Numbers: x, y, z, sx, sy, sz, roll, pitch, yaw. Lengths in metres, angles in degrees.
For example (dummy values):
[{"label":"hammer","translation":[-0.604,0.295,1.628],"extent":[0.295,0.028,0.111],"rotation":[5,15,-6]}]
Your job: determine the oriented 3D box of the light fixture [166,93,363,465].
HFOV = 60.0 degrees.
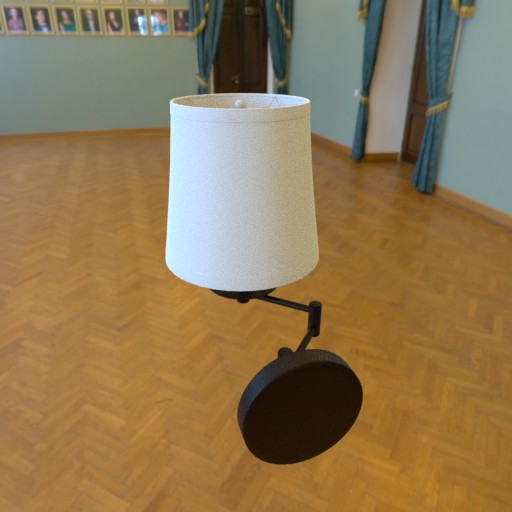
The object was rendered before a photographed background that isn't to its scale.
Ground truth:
[{"label":"light fixture","translation":[0.000,0.000,0.265],"extent":[0.100,0.172,0.157],"rotation":[-8,27,-17]}]
